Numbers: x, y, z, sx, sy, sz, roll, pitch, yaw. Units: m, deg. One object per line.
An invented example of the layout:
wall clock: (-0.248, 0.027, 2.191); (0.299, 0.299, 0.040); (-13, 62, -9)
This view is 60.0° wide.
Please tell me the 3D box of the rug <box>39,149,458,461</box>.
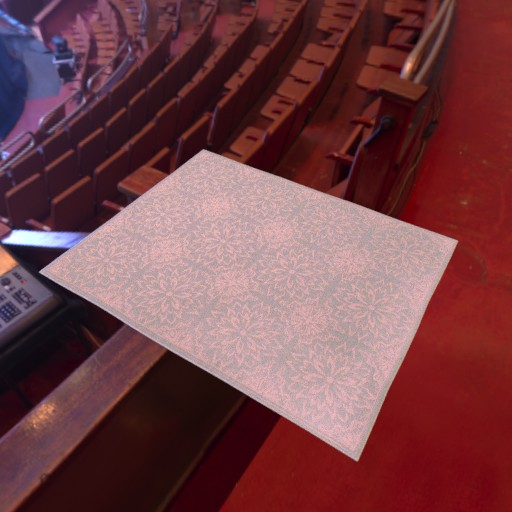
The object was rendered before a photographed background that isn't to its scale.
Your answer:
rug: (0.000, 0.000, 3.999); (2.980, 0.012, 2.363); (24, 50, 22)
